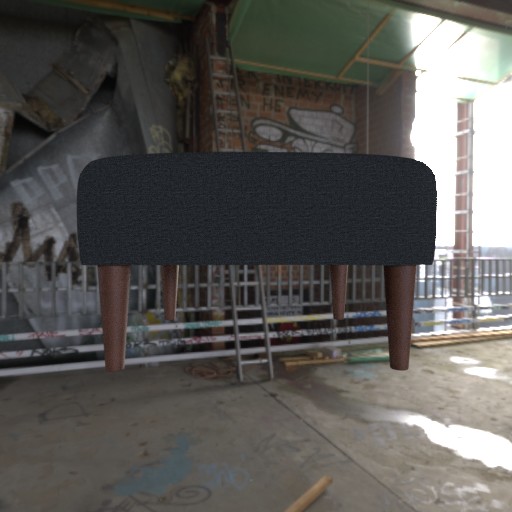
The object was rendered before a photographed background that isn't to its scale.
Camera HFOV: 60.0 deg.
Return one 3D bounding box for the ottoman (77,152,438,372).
[{"bbox_3d":[0.000,0.000,1.076,0.649,0.398,0.650,0,1,-1],"label":"ottoman"}]
